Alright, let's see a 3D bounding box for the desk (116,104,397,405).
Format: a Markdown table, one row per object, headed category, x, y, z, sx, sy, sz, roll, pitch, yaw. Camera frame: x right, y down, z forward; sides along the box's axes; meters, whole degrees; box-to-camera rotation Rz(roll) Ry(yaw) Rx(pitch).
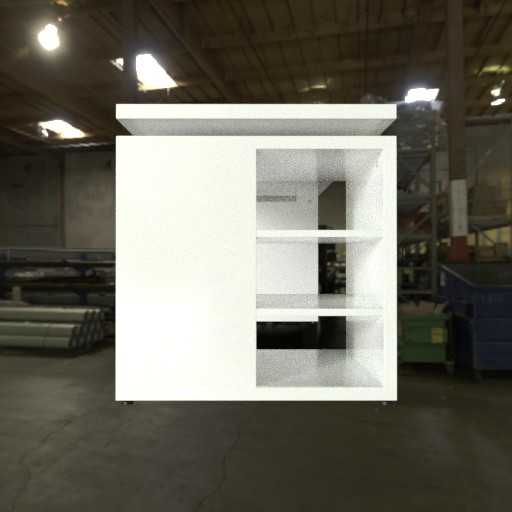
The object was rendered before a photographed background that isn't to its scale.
| category | x | y | z | sx | sy | sz | roll | pitch | yaw |
| --- | --- | --- | --- | --- | --- | --- | --- | --- | --- |
| desk | 0.000 | 0.000 | 1.788 | 0.690 | 0.740 | 1.400 | 0 | 0 | 0 |
